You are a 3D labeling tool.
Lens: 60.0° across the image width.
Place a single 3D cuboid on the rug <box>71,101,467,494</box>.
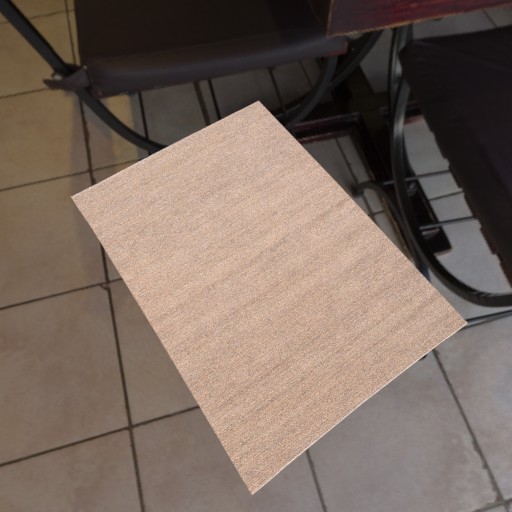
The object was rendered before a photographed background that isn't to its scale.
[{"bbox_3d":[0.000,0.000,2.929,1.624,0.030,2.264,-32,68,-15],"label":"rug"}]
